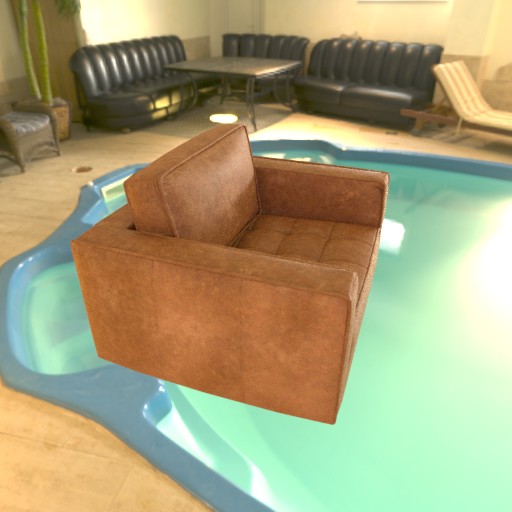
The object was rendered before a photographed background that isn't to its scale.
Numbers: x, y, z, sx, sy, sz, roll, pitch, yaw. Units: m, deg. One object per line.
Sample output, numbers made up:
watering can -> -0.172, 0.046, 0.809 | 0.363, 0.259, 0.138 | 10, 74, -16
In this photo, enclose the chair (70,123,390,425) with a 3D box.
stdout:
chair -> 0.000, 0.000, 1.560 | 0.798, 0.767, 0.928 | 10, 32, 17
